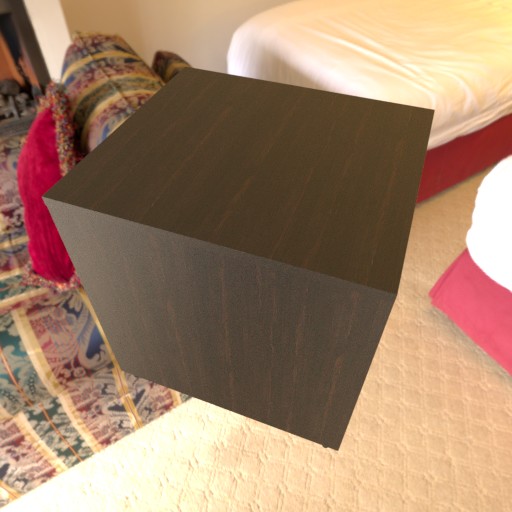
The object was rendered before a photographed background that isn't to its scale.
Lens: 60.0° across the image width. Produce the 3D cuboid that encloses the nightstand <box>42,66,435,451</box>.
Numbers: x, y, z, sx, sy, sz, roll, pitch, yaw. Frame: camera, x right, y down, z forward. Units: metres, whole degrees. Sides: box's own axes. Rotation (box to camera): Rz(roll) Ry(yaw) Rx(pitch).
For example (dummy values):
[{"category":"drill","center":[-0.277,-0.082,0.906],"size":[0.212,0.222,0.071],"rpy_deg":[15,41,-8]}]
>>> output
[{"category":"nightstand","center":[0.000,0.000,0.805],"size":[0.461,0.460,0.400],"rpy_deg":[15,49,14]}]
